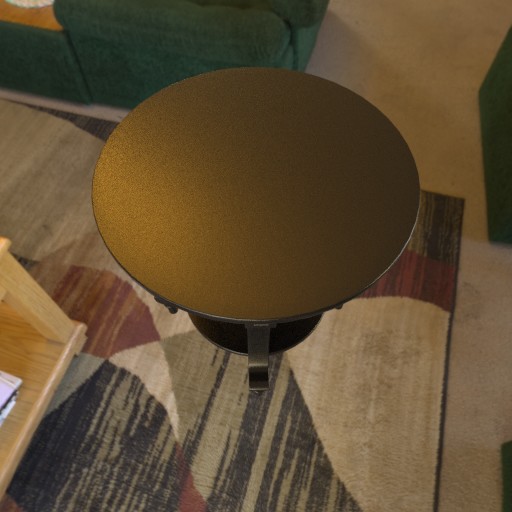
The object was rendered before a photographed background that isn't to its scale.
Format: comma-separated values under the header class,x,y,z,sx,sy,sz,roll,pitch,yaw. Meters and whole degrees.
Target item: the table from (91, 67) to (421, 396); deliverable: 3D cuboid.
class,x,y,z,sx,sy,sz,roll,pitch,yaw
table,0.000,0.000,1.080,0.597,0.618,0.597,0,59,0
